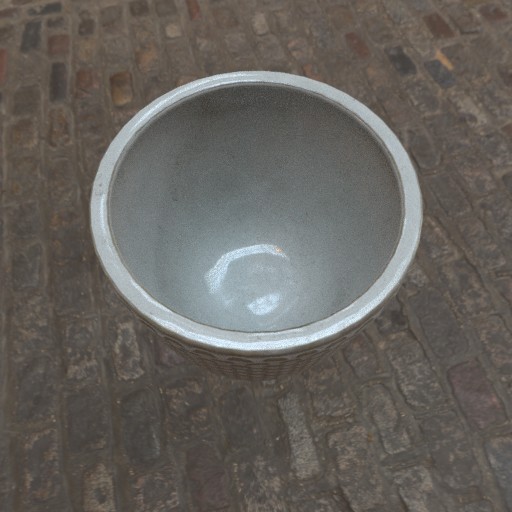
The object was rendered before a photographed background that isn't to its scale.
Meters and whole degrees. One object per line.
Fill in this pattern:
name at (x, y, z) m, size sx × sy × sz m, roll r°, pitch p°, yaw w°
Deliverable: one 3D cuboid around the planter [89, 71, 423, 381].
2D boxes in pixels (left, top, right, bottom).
planter at (0.000, 0.000, 0.299) m, size 0.173 × 0.160 × 0.173 m, roll 0°, pitch 64°, yaw 0°
